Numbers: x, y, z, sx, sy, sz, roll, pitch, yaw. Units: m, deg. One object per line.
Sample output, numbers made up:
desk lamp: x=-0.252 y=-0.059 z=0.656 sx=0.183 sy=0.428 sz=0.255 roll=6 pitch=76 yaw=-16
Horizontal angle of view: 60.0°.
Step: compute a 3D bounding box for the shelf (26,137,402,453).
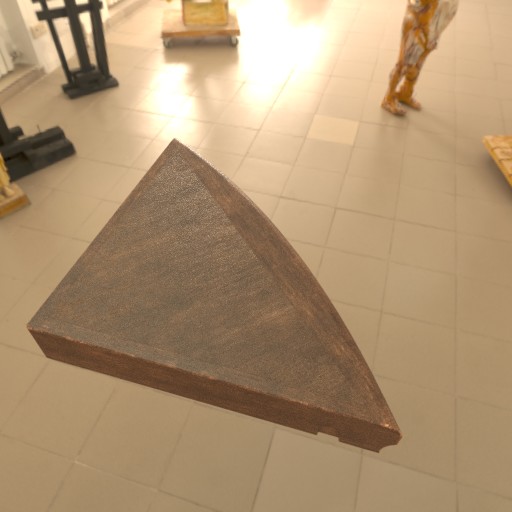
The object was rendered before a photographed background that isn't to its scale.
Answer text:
shelf: x=0.000 y=0.000 z=0.458 sx=0.310 sy=0.050 sz=0.310 roll=12 pitch=48 yaw=11
